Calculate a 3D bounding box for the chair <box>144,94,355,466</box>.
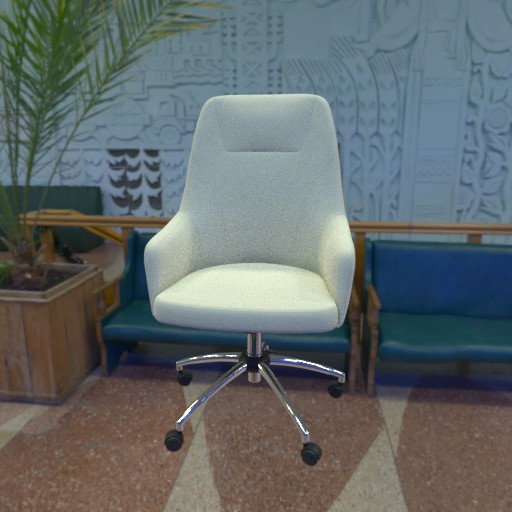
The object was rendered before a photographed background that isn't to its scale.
[{"bbox_3d":[0.000,0.000,1.448,0.620,1.049,0.640,2,14,8],"label":"chair"}]
